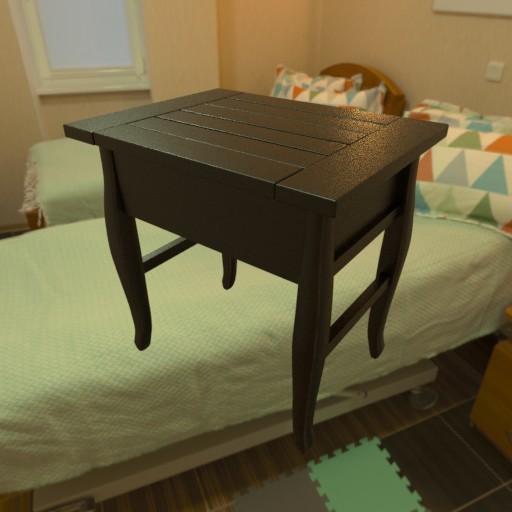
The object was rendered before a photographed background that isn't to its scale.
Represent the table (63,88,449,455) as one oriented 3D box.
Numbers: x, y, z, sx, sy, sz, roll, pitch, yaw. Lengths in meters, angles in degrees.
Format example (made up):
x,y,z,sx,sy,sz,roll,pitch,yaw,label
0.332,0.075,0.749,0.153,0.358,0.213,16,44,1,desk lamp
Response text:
x,y,z,sx,sy,sz,roll,pitch,yaw,label
0.000,0.000,1.022,0.602,0.604,0.460,22,37,31,table
